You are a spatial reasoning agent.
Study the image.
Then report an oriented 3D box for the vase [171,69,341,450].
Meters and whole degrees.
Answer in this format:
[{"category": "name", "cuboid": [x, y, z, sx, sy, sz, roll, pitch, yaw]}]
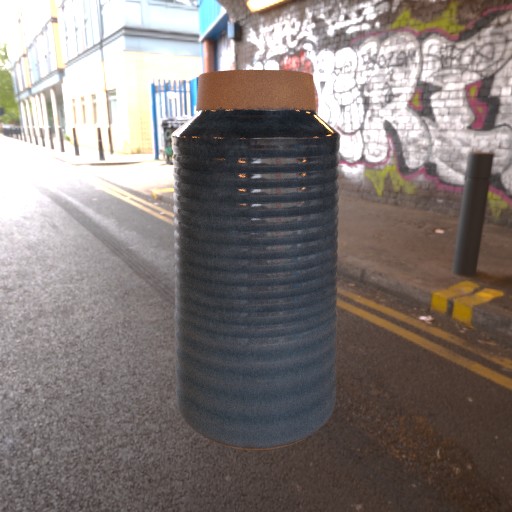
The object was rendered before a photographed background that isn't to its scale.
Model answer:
[{"category": "vase", "cuboid": [0.000, 0.000, 0.418, 0.163, 0.316, 0.163, 0, 17, 0]}]
